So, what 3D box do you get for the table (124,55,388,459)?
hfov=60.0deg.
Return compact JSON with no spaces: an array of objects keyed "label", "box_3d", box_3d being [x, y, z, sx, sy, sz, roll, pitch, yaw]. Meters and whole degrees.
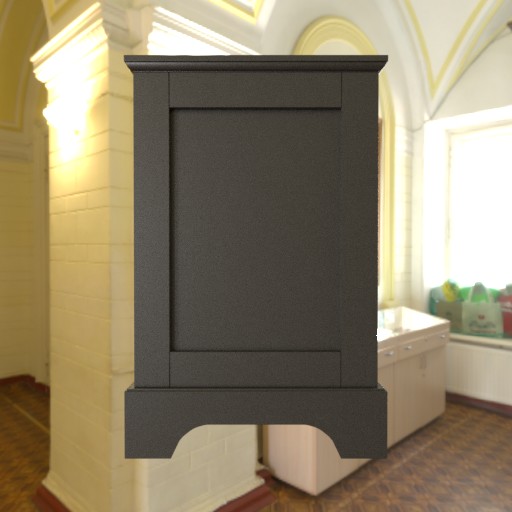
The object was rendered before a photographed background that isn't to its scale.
[{"label":"table","box_3d":[0.000,0.000,0.898,0.399,0.610,0.460,0,1,0]}]
